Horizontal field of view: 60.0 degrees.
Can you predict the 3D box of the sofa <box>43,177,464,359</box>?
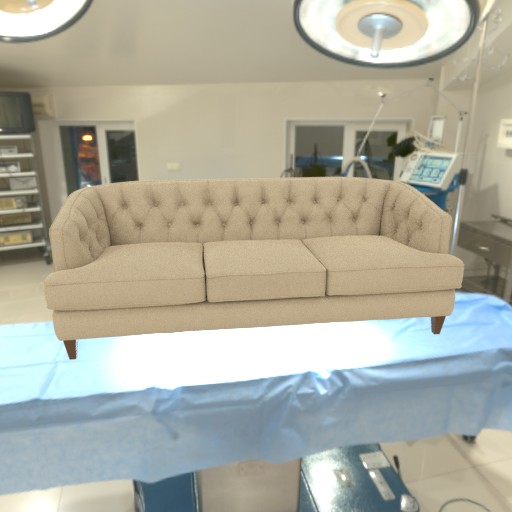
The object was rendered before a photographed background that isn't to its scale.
[{"bbox_3d":[0.000,0.000,2.761,2.278,0.855,0.941,-2,17,-8],"label":"sofa"}]
